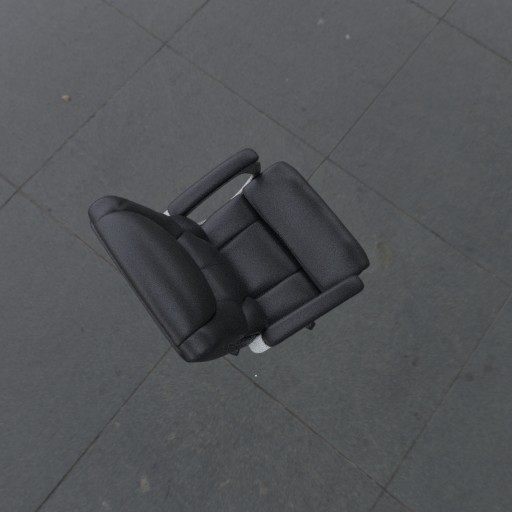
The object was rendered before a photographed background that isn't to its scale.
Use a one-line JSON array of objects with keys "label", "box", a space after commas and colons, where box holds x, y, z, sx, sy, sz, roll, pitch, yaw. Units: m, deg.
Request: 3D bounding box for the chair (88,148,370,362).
[{"label": "chair", "box": [0.000, 0.000, 1.623, 0.739, 1.155, 0.663, -36, 78, -9]}]
